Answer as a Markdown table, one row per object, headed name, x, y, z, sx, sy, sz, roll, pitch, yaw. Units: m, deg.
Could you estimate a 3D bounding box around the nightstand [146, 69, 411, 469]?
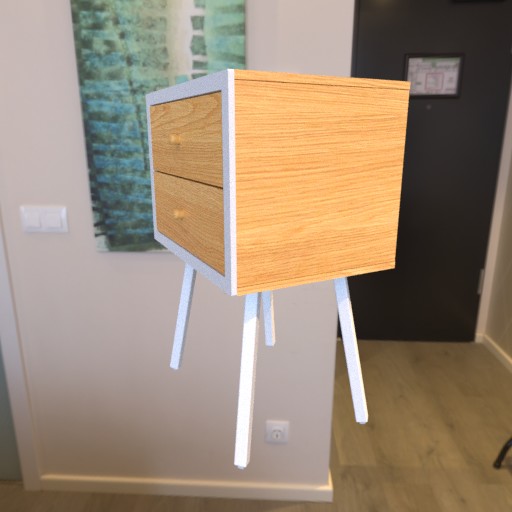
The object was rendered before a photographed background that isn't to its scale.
| name | x | y | z | sx | sy | sz | roll | pitch | yaw |
| --- | --- | --- | --- | --- | --- | --- | --- | --- | --- |
| nightstand | 0.000 | 0.000 | 0.847 | 0.316 | 0.601 | 0.400 | -8 | 17 | -26 |
